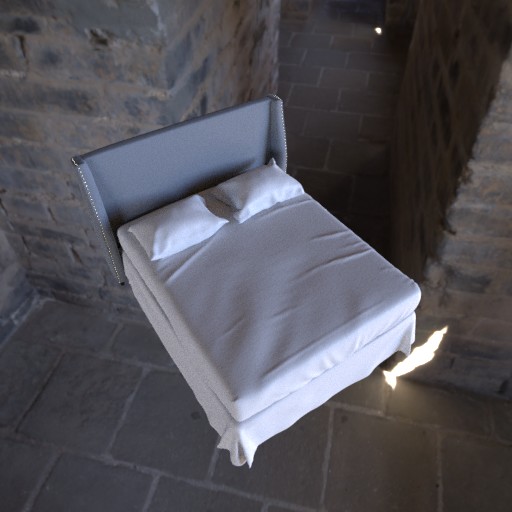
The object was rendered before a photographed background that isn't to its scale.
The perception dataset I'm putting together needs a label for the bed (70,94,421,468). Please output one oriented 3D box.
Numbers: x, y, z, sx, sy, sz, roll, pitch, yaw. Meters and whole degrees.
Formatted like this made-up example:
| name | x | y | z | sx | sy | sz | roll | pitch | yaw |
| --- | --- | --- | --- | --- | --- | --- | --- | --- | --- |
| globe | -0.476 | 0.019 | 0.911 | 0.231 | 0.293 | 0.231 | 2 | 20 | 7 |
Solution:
| name | x | y | z | sx | sy | sz | roll | pitch | yaw |
| --- | --- | --- | --- | --- | --- | --- | --- | --- | --- |
| bed | 0.000 | 0.000 | 3.533 | 1.925 | 1.332 | 2.276 | -26 | 51 | -23 |
